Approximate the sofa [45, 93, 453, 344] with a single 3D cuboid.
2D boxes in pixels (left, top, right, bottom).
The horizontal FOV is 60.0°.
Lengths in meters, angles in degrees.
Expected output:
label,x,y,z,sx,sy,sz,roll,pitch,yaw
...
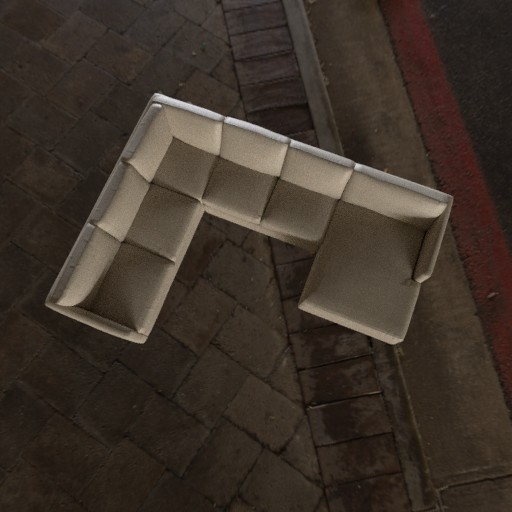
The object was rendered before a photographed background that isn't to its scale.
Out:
label,x,y,z,sx,sy,sz,roll,pitch,yaw
sofa,0.000,0.000,4.688,3.460,0.961,2.594,21,76,5
